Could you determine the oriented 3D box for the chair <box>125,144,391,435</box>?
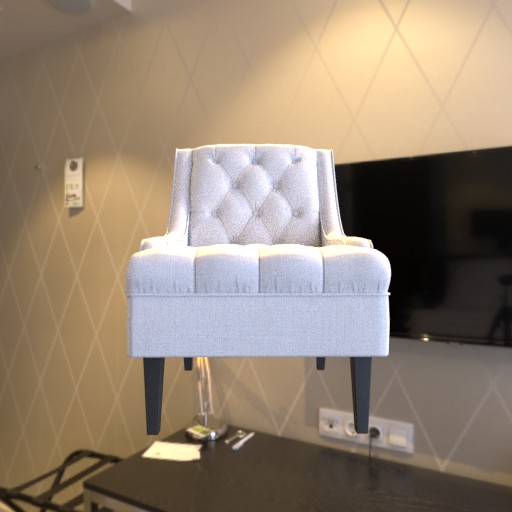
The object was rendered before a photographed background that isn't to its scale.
[{"bbox_3d":[0.000,0.000,1.419,0.658,0.891,0.772,0,-1,-1],"label":"chair"}]
